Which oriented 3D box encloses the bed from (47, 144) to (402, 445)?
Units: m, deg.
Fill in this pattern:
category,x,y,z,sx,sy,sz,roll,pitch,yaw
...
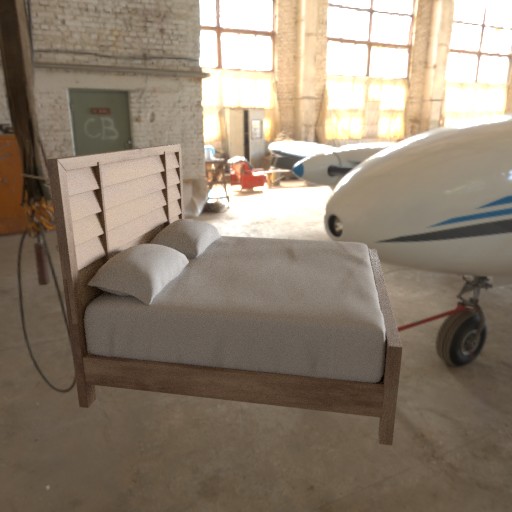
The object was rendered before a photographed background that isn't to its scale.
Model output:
category,x,y,z,sx,sy,sz,roll,pitch,yaw
bed,0.000,0.000,3.511,2.032,1.626,2.032,3,17,10
